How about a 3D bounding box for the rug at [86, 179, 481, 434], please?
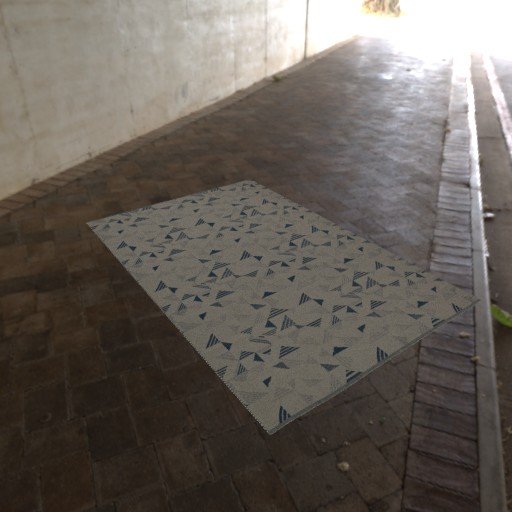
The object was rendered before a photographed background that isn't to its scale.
[{"bbox_3d":[0.000,0.000,2.338,1.206,0.003,1.835,-21,37,-30],"label":"rug"}]
